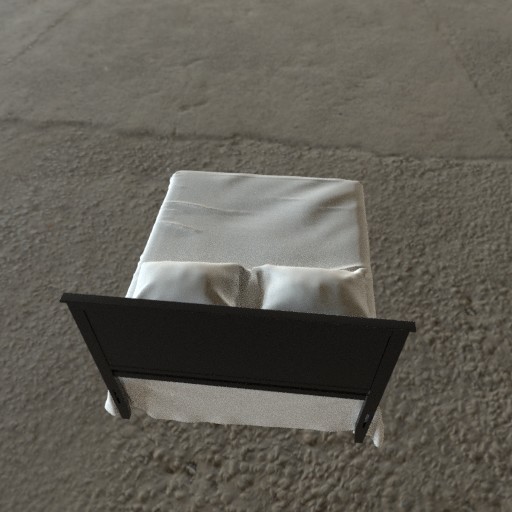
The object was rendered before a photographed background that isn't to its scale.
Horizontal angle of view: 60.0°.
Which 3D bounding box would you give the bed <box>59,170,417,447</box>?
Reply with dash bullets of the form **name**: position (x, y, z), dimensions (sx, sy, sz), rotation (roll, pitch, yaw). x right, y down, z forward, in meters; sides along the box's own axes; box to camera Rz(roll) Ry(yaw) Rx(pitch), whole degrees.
- **bed**: position (0.000, 0.000, 3.185), dimensions (1.870, 1.270, 2.050), rotation (4, 46, 4)
